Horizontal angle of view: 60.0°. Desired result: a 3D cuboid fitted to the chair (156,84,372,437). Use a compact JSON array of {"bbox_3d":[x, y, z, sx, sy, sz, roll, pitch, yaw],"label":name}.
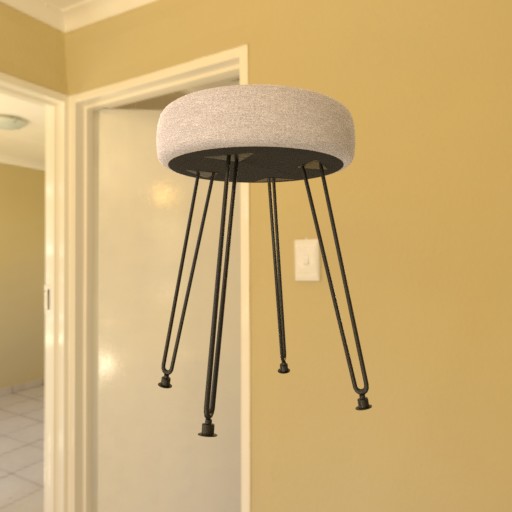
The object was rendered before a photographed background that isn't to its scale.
[{"bbox_3d":[0.000,0.000,0.689,0.350,0.440,0.350,0,0,20],"label":"chair"}]
